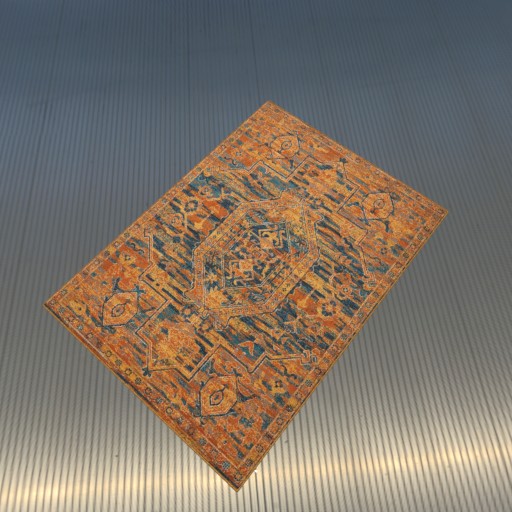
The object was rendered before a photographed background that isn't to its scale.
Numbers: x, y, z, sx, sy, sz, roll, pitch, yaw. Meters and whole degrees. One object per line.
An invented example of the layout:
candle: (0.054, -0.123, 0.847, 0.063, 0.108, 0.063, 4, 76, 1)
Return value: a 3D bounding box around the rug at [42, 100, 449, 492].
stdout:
rug: (0.000, 0.000, 2.869, 1.588, 0.024, 2.204, 37, 70, 16)
